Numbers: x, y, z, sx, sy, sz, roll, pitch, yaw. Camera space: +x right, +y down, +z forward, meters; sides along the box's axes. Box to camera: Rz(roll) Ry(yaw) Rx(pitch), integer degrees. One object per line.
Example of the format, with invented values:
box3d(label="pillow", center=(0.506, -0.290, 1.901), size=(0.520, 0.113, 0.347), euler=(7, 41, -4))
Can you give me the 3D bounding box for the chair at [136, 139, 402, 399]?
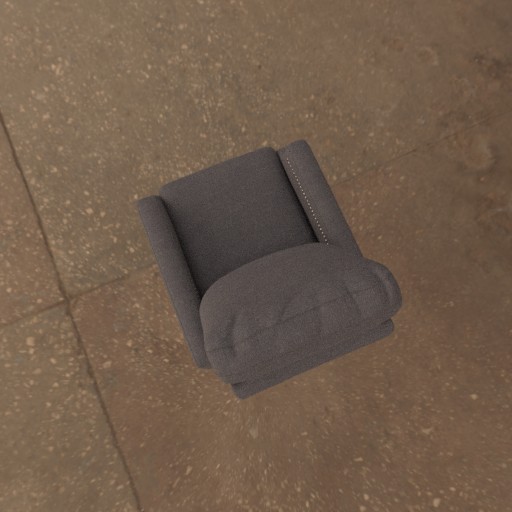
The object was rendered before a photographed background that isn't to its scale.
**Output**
box3d(label="chair", center=(0.000, 0.000, 1.717), size=(0.710, 1.049, 0.922), euler=(-22, 76, -6))
